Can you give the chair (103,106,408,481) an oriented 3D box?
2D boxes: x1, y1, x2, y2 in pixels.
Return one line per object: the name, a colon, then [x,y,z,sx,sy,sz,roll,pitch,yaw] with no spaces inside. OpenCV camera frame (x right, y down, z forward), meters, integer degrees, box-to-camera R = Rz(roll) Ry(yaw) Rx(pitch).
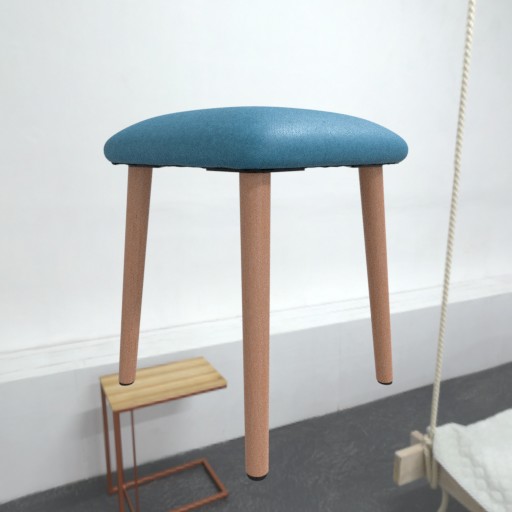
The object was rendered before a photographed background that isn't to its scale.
chair: [0.000,0.000,0.718,0.360,0.450,0.360,13,19,43]
